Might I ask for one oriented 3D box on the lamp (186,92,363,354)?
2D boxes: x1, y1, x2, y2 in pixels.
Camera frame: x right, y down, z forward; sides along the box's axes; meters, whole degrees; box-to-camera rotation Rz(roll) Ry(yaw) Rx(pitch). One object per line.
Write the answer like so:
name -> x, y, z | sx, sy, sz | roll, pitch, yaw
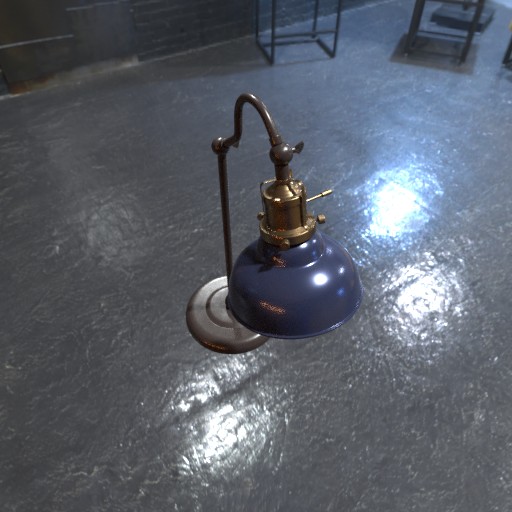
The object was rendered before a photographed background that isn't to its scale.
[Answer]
lamp -> 0.000, 0.000, 0.672 | 0.192, 0.508, 0.374 | -24, 51, -21
